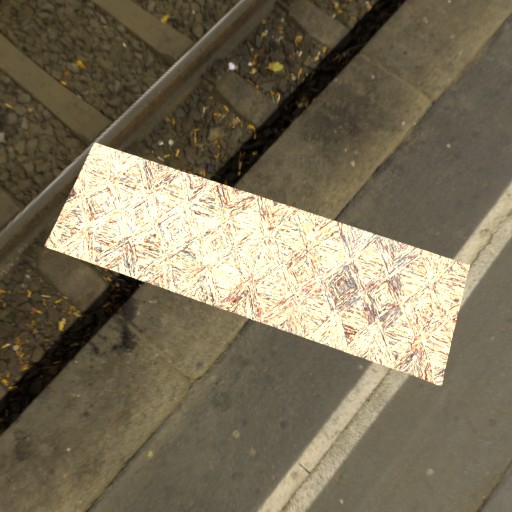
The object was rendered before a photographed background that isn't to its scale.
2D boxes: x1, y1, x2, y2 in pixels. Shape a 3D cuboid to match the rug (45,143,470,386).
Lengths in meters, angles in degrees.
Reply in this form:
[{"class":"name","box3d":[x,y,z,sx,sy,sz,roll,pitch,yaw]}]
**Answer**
[{"class":"rug","box3d":[0.000,0.000,2.485,2.292,0.015,0.688,19,77,5]}]
